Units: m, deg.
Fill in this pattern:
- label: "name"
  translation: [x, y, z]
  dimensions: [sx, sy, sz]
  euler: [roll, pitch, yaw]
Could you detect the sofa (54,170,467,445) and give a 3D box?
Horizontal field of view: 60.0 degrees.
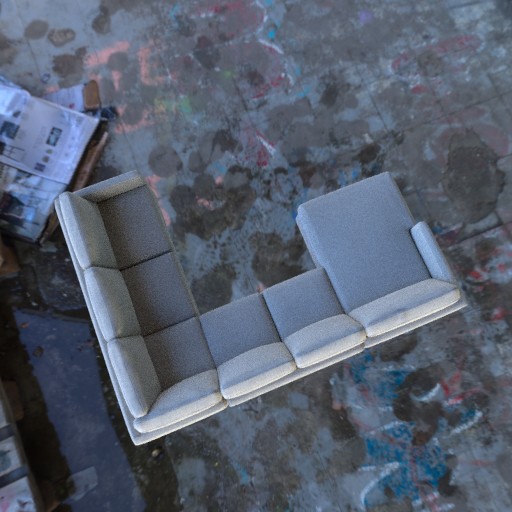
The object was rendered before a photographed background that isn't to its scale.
- label: "sofa"
  translation: [0.000, 0.000, 4.652]
  dimensions: [3.460, 0.959, 2.593]
  euler: [-22, 79, -5]
